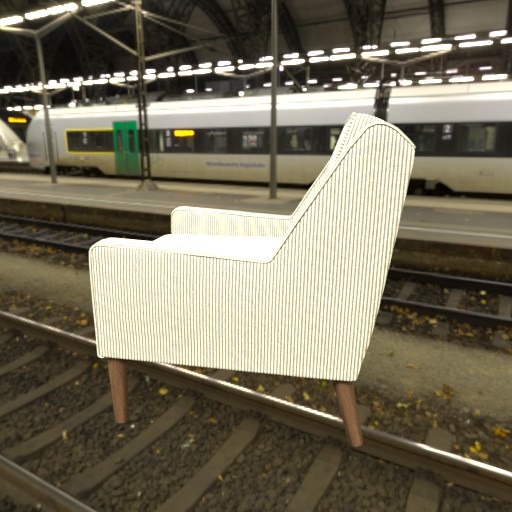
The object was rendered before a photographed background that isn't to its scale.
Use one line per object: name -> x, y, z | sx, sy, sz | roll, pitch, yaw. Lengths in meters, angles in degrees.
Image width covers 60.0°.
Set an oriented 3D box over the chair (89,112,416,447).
chair -> 0.000, 0.000, 1.318 | 0.743, 0.792, 0.663 | 2, 14, 9
